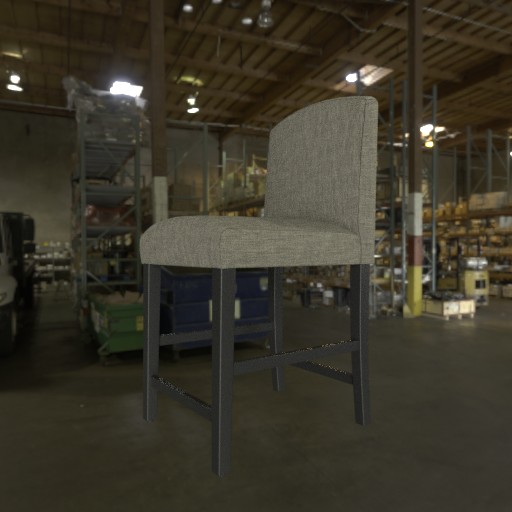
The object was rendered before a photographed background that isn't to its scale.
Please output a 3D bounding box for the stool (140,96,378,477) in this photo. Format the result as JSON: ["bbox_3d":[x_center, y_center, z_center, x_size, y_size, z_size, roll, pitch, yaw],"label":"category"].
[{"bbox_3d":[0.000,0.000,1.276,0.552,0.966,0.451,-1,1,-37],"label":"stool"}]
